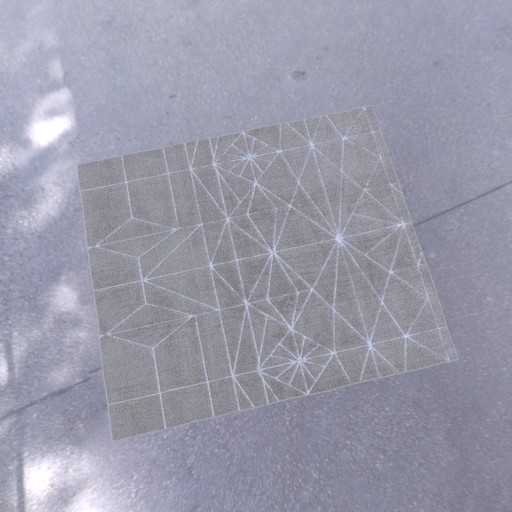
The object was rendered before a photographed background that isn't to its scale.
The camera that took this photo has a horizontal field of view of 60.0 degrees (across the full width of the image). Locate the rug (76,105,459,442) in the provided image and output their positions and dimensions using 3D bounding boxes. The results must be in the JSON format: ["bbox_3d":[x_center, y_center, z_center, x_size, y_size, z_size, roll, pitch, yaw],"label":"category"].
[{"bbox_3d":[0.000,0.000,0.862,0.639,0.006,0.548,-12,75,-3],"label":"rug"}]
